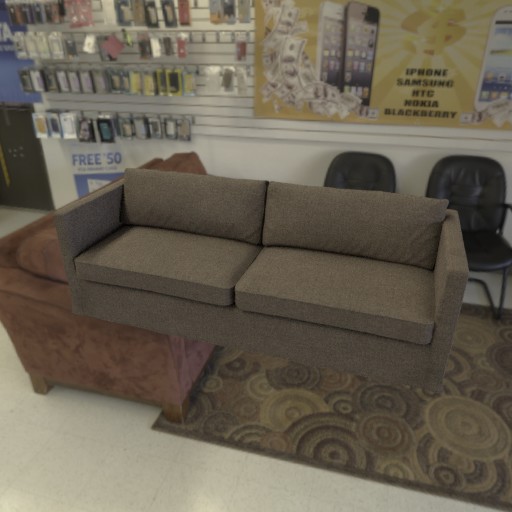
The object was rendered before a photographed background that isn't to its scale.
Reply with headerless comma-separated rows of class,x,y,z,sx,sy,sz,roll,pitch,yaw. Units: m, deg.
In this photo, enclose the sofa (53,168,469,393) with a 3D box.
sofa,0.000,0.000,3.315,2.779,0.998,1.036,9,28,17
